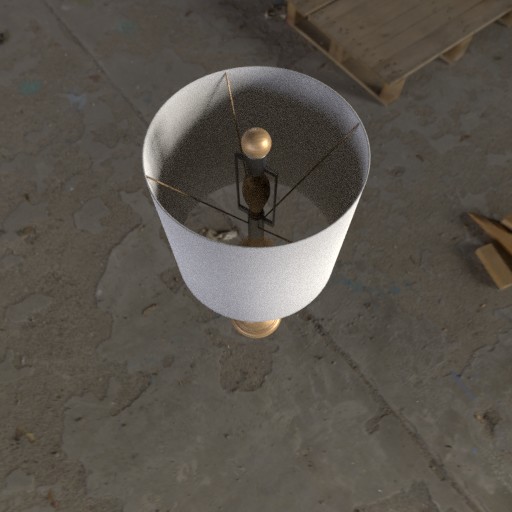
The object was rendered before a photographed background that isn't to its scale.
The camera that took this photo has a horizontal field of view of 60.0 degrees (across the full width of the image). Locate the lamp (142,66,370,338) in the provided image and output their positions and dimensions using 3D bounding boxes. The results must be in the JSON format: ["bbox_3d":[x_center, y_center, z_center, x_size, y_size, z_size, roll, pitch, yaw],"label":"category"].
[{"bbox_3d":[0.000,0.000,0.736,0.250,0.597,0.250,-16,65,-8],"label":"lamp"}]
